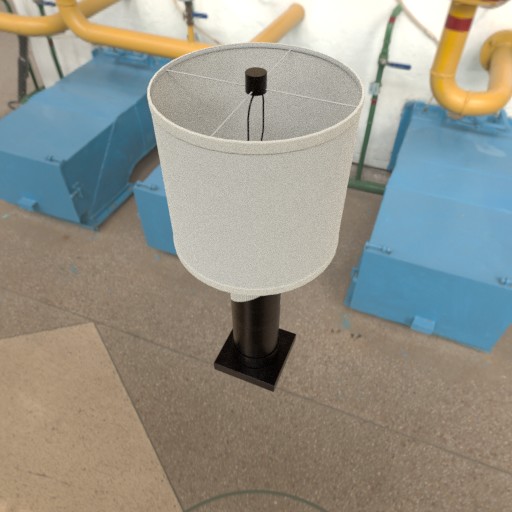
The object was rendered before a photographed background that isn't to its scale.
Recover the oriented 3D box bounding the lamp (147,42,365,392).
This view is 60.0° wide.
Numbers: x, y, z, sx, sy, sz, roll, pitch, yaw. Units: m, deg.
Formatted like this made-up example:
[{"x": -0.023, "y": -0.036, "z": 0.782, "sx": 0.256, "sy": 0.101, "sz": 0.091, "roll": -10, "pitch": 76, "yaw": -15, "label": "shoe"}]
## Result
[{"x": 0.000, "y": 0.000, "z": 0.608, "sx": 0.211, "sy": 0.509, "sz": 0.211, "roll": 17, "pitch": 49, "yaw": 16, "label": "lamp"}]
